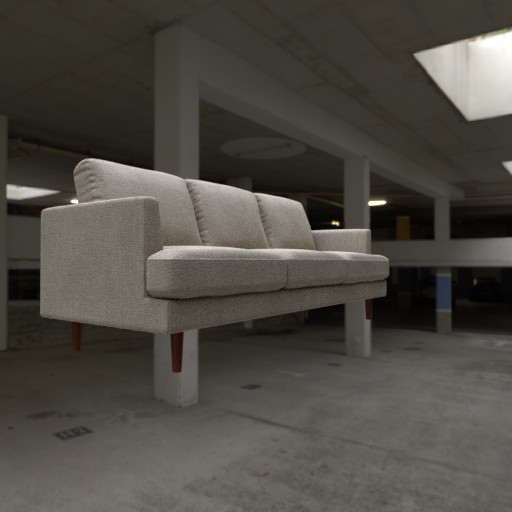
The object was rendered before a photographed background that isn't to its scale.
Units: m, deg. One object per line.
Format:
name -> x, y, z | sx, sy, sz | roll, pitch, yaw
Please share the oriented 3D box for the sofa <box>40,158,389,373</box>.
sofa -> 0.000, 0.000, 2.714 | 0.903, 0.930, 2.246 | -1, -1, 36
